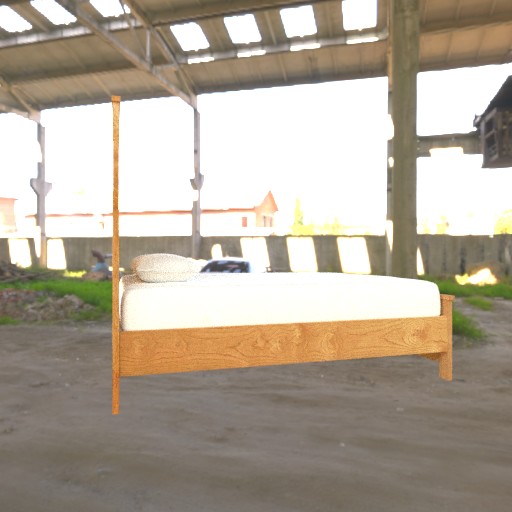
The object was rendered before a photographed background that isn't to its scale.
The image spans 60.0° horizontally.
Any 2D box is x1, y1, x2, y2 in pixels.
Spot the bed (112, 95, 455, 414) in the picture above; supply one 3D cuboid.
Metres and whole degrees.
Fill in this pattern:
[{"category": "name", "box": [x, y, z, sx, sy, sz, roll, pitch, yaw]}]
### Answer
[{"category": "bed", "box": [0.000, 0.000, 4.120, 2.530, 1.938, 2.225, 0, 0, -17]}]
